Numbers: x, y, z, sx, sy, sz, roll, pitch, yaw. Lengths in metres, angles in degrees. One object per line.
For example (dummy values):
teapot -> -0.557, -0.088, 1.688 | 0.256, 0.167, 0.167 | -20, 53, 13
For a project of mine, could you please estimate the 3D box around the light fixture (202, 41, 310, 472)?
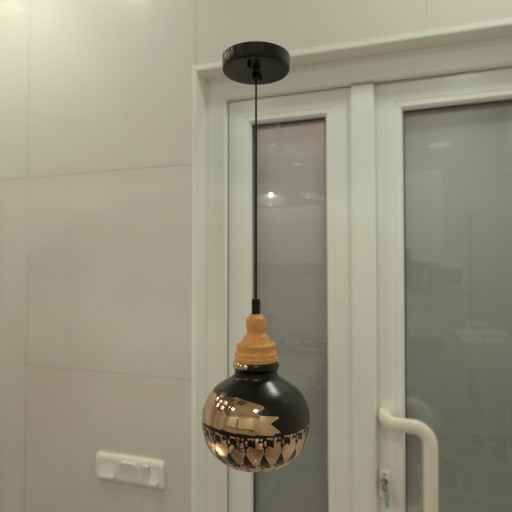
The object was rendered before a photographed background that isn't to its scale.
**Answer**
light fixture -> 0.000, 0.000, 1.784 | 0.430, 1.606, 0.430 | 0, -1, 19
